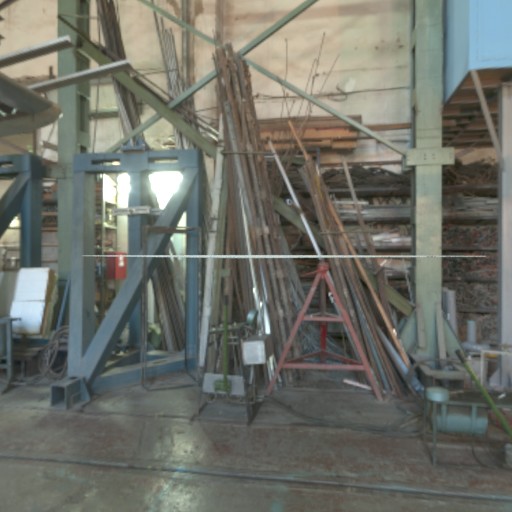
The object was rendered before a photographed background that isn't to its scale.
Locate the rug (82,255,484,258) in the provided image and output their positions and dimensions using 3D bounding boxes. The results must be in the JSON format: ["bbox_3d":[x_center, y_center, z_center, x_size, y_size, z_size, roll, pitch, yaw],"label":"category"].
[{"bbox_3d":[0.000,0.000,4.301,2.438,0.006,3.197,0,0,-35],"label":"rug"}]
